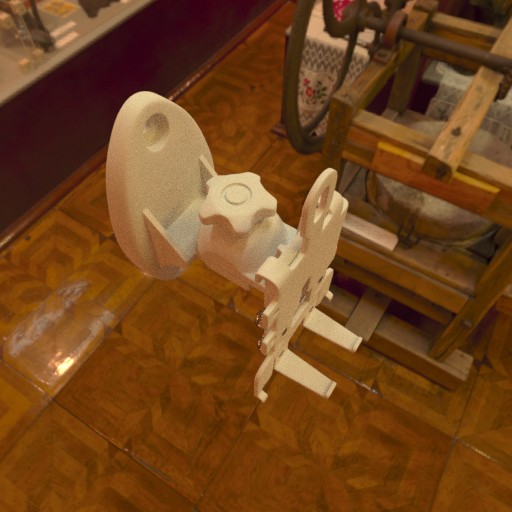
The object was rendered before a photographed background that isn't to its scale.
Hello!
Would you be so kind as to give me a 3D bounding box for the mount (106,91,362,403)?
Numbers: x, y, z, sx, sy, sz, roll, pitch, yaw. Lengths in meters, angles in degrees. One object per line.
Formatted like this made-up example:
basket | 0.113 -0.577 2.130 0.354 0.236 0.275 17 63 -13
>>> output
mount | 0.000 0.000 0.176 0.100 0.118 0.066 30 62 18
